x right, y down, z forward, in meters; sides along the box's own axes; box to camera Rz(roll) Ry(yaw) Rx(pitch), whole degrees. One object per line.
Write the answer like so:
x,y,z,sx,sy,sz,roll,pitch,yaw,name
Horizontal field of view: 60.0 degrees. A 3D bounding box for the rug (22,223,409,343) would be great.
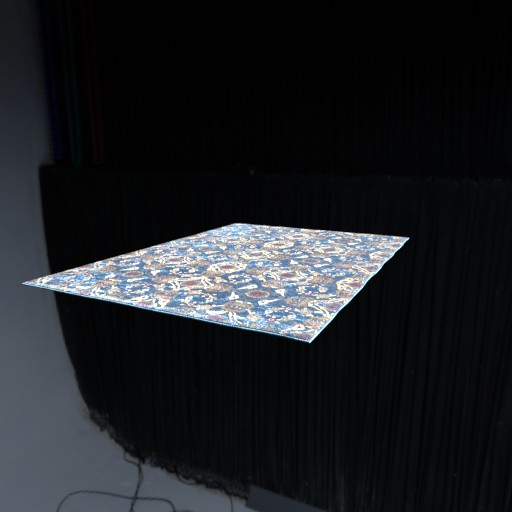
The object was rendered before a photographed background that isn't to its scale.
0.000,0.000,2.876,1.567,0.014,2.207,7,15,27,rug
